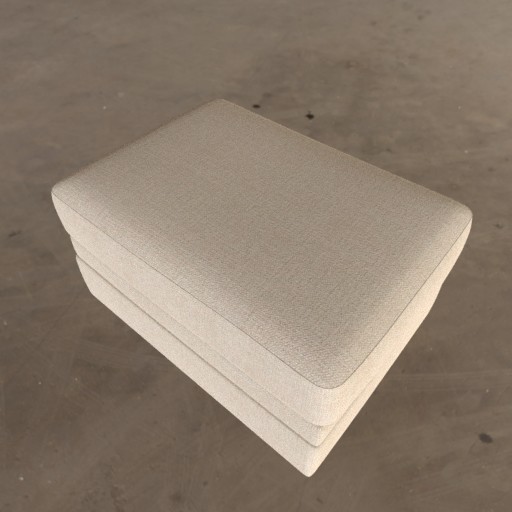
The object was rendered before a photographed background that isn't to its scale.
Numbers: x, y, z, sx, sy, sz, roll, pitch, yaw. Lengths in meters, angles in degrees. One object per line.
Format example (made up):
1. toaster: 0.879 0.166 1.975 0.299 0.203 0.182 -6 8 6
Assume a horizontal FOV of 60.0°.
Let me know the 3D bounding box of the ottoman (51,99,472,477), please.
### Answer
1. ottoman: 0.000 0.000 1.208 0.885 0.478 0.637 32 54 26
